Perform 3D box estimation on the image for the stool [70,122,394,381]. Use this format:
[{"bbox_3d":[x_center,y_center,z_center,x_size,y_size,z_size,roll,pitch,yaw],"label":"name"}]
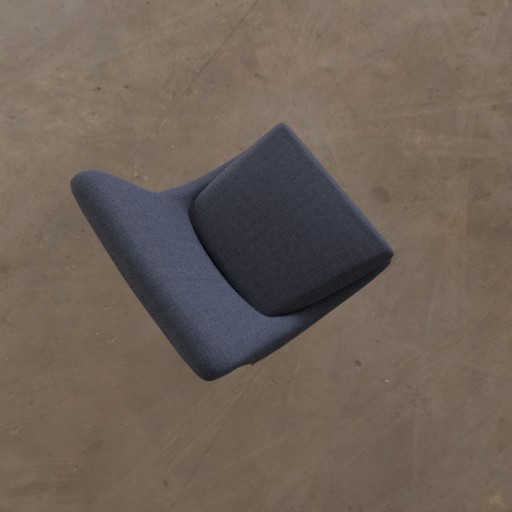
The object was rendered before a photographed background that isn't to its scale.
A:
[{"bbox_3d":[0.000,0.000,1.171,0.524,0.895,0.467,-36,78,-9],"label":"stool"}]
